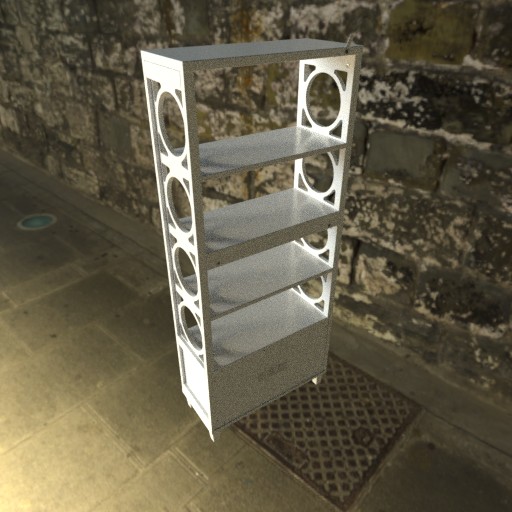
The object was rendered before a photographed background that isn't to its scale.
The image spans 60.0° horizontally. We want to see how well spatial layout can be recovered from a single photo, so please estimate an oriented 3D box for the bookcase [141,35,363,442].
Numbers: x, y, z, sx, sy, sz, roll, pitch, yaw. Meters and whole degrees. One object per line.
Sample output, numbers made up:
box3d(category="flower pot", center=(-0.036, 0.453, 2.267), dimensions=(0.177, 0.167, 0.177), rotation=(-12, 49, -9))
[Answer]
box3d(category="bookcase", center=(0.000, 0.000, 2.089), dimensions=(0.761, 1.869, 0.361), rotation=(-19, 36, -29))
